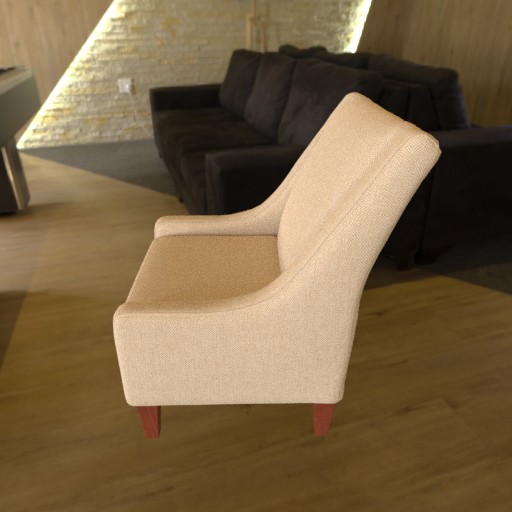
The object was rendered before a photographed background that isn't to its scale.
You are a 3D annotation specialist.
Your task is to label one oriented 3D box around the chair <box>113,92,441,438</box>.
[{"bbox_3d":[0.000,0.000,1.580,0.870,1.014,0.774,-1,27,-1],"label":"chair"}]
